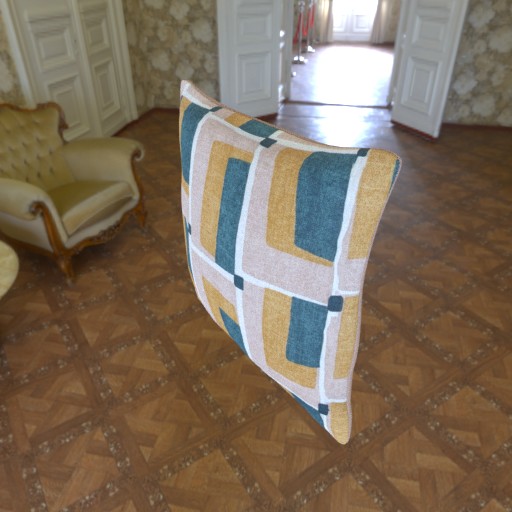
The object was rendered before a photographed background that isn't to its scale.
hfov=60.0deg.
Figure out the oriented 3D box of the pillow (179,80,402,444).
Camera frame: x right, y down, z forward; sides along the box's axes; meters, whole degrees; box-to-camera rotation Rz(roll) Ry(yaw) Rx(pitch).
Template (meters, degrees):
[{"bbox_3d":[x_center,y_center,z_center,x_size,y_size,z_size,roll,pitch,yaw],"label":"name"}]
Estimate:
[{"bbox_3d":[0.000,0.000,0.733,0.158,0.479,0.478,-21,38,-29],"label":"pillow"}]
